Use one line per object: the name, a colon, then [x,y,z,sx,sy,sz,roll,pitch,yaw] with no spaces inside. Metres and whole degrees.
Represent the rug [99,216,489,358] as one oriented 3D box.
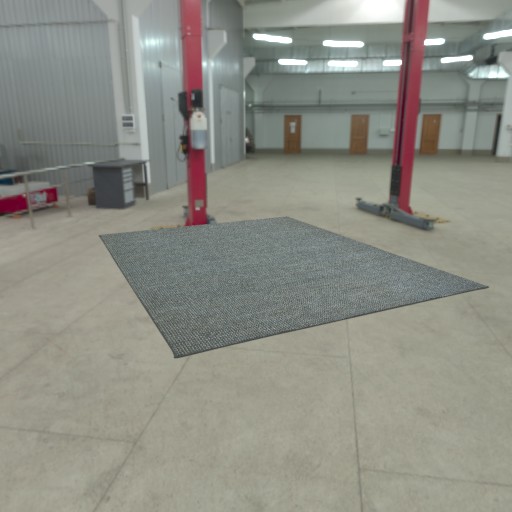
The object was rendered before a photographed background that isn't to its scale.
rug: [0.000,0.000,4.168,2.456,0.021,3.068,-8,18,-25]
